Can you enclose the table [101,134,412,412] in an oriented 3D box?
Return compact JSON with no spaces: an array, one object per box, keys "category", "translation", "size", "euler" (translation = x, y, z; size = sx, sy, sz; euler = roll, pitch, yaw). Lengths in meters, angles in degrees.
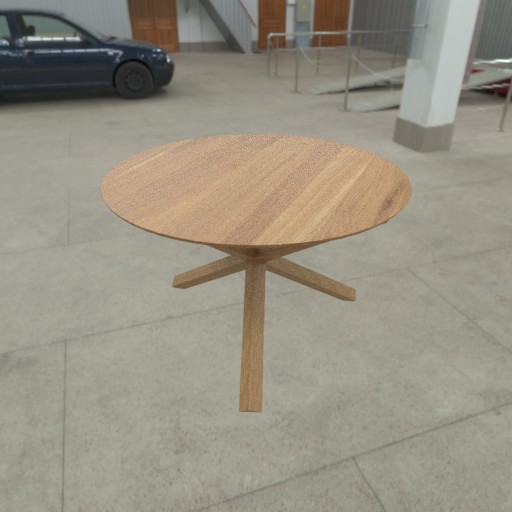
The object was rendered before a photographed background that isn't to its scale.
[{"category":"table","translation":[0.000,0.000,1.712],"size":[1.038,0.666,1.038],"euler":[0,30,0]}]
